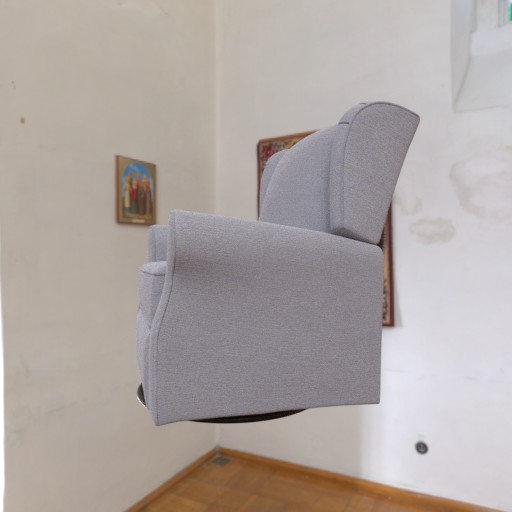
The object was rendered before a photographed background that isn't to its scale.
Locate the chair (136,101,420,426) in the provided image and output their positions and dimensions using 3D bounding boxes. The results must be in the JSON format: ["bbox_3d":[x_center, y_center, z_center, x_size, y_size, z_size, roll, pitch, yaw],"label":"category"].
[{"bbox_3d":[0.000,0.000,1.637,0.854,0.966,0.906,0,1,-17],"label":"chair"}]
